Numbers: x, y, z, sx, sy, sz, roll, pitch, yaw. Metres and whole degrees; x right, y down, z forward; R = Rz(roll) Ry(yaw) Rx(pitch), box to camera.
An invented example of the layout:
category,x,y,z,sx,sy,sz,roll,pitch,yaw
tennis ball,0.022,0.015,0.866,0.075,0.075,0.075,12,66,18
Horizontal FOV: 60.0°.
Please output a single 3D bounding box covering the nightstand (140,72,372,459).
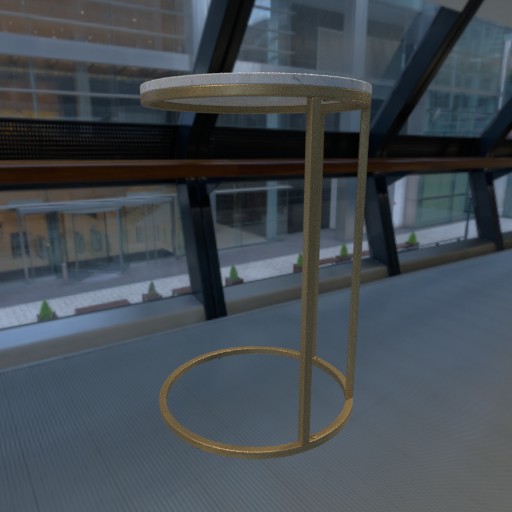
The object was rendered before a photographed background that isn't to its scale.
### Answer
category,x,y,z,sx,sy,sz,roll,pitch,yaw
nightstand,0.000,0.000,0.863,0.400,0.610,0.400,2,15,9
